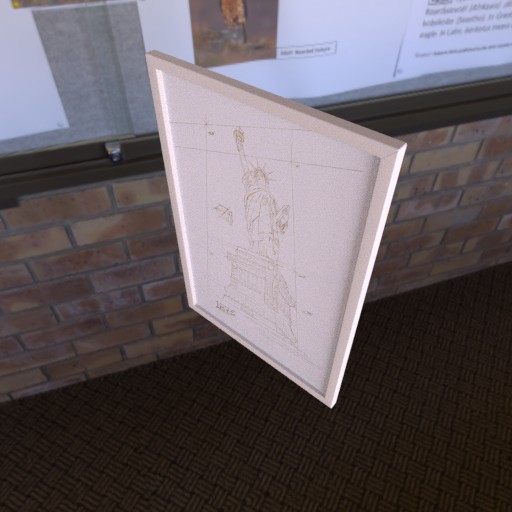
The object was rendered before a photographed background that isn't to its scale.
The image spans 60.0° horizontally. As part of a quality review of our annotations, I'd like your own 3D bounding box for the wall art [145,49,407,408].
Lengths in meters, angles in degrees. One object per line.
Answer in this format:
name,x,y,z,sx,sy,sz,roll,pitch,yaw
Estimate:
wall art,0.000,0.000,1.534,0.808,1.183,0.038,31,53,27
